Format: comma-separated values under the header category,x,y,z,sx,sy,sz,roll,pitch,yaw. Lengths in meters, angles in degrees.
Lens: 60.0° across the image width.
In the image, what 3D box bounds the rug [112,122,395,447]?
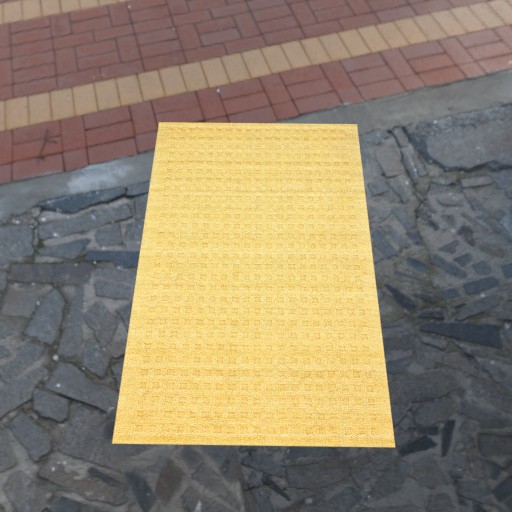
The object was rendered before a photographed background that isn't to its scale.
category,x,y,z,sx,sy,sz,roll,pitch,yaw
rug,0.000,0.000,2.901,1.524,0.006,2.286,1,63,0
